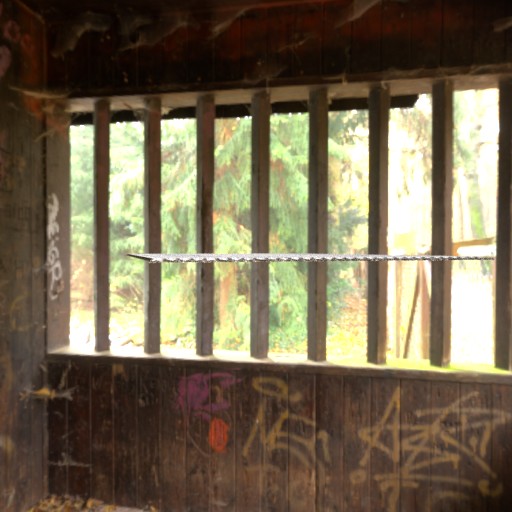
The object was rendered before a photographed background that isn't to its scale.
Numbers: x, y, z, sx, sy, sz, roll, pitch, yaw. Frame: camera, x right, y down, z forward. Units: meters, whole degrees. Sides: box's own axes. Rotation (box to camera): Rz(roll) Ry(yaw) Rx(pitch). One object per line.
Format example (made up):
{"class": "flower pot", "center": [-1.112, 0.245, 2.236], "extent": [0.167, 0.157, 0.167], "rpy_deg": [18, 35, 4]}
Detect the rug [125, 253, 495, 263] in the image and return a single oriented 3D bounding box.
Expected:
{"class": "rug", "center": [0.000, 0.000, 2.294], "extent": [1.243, 0.013, 1.872], "rpy_deg": [0, 1, -19]}
